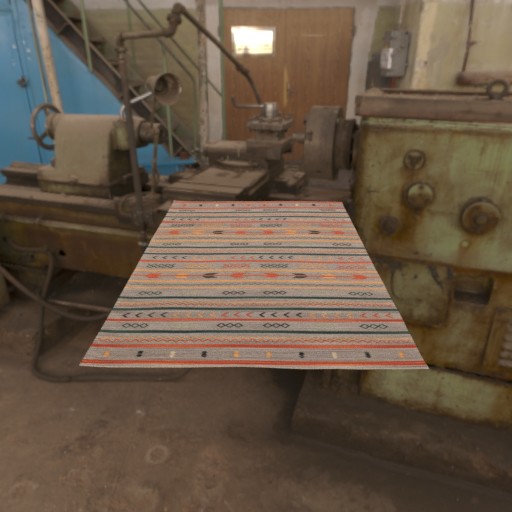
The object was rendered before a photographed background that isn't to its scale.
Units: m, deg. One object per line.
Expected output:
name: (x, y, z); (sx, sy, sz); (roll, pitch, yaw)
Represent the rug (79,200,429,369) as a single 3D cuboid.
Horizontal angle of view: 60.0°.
rug: (0.000, 0.000, 2.369); (1.220, 0.017, 1.835); (0, 25, 1)
